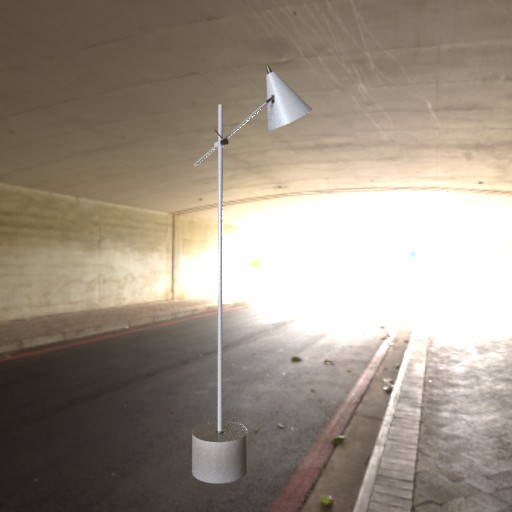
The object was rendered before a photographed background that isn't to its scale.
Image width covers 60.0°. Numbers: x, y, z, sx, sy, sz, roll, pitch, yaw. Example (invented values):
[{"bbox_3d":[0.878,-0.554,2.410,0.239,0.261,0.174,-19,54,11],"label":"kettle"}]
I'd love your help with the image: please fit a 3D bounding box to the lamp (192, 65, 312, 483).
[{"bbox_3d":[0.000,0.000,1.601,0.508,1.430,0.223,1,-1,-36],"label":"lamp"}]
